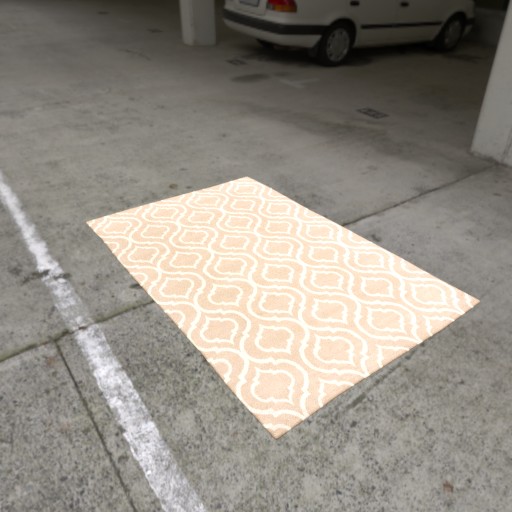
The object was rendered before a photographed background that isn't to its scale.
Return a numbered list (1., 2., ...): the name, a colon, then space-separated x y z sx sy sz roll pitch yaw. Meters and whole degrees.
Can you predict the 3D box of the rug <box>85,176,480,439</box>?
1. rug: 0.000 0.000 2.232 1.152 0.013 1.761 -22 38 -30
